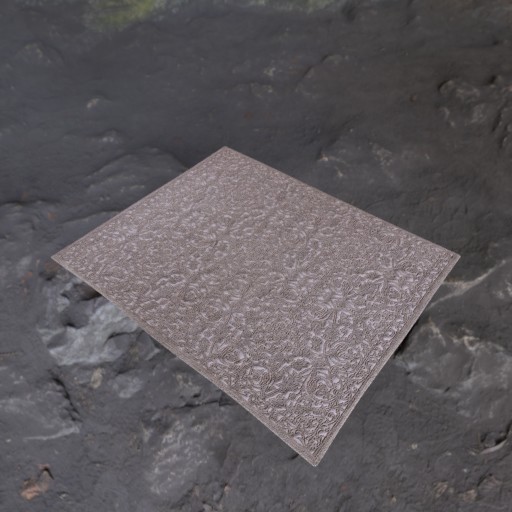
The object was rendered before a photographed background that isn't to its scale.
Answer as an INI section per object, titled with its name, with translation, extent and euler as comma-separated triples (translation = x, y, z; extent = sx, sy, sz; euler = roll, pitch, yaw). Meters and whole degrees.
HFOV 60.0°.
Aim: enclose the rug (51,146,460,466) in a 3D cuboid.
[rug]
translation = 0.000, 0.000, 4.205
extent = 3.017, 0.035, 2.472
euler = 30, 53, 26
